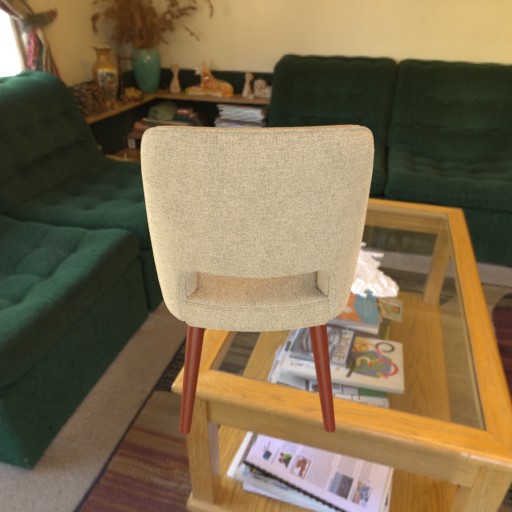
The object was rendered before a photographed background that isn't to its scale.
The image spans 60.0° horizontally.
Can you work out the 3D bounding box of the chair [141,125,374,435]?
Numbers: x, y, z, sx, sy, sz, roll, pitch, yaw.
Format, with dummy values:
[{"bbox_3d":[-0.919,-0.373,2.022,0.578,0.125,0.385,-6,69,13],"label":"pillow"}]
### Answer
[{"bbox_3d":[0.000,0.000,1.229,0.548,0.849,0.605,-1,31,-1],"label":"chair"}]
